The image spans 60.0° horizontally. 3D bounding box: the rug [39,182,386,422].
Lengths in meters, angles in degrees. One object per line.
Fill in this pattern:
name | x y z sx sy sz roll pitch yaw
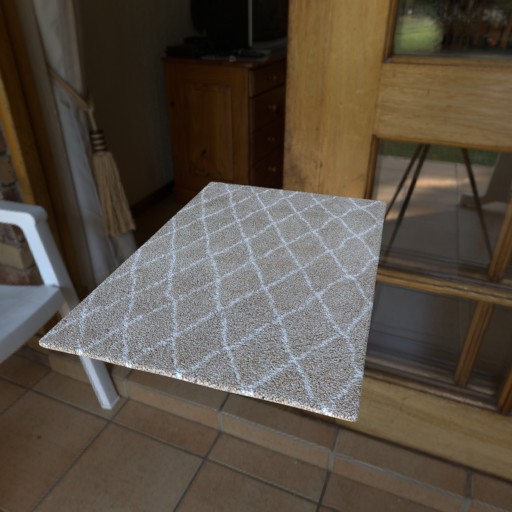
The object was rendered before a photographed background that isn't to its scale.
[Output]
rug | 0.000 0.000 2.288 1.219 0.030 1.778 9 32 15
